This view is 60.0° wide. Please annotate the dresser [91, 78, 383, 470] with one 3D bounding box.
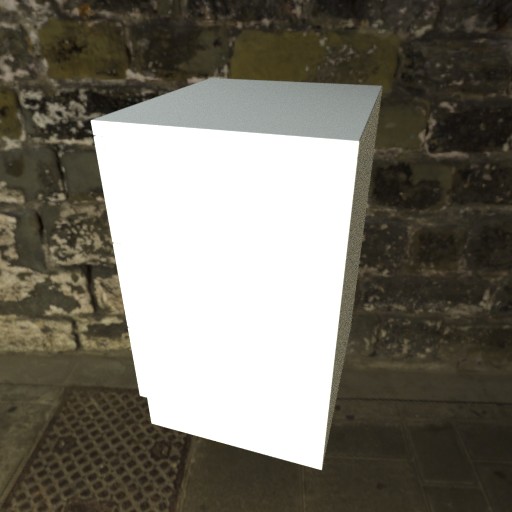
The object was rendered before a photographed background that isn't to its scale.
[{"bbox_3d":[0.000,0.000,0.829,0.360,0.560,0.400,9,31,15],"label":"dresser"}]
